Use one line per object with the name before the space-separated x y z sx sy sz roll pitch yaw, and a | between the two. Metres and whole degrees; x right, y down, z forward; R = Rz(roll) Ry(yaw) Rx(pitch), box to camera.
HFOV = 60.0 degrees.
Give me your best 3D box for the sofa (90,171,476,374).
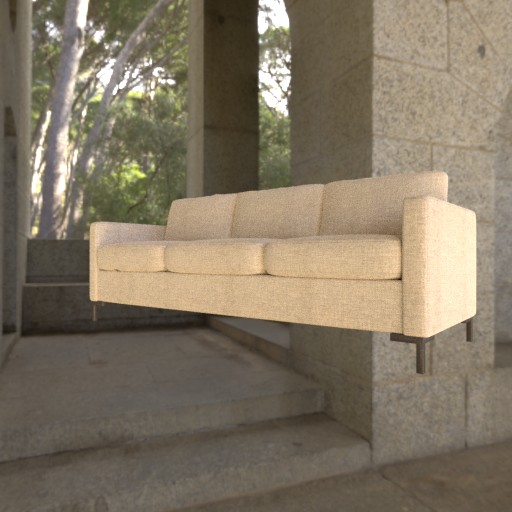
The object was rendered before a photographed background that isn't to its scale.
sofa | 0.000 0.000 2.619 2.218 0.874 0.859 0 0 38
